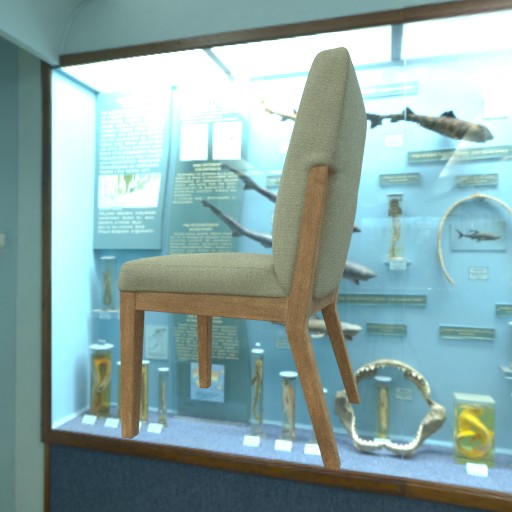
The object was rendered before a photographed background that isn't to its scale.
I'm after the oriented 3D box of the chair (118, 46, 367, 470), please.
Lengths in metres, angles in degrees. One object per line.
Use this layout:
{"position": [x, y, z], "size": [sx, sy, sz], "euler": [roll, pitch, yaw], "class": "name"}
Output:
{"position": [0.000, 0.000, 1.249], "size": [0.586, 0.911, 0.507], "euler": [0, 0, 19], "class": "chair"}
